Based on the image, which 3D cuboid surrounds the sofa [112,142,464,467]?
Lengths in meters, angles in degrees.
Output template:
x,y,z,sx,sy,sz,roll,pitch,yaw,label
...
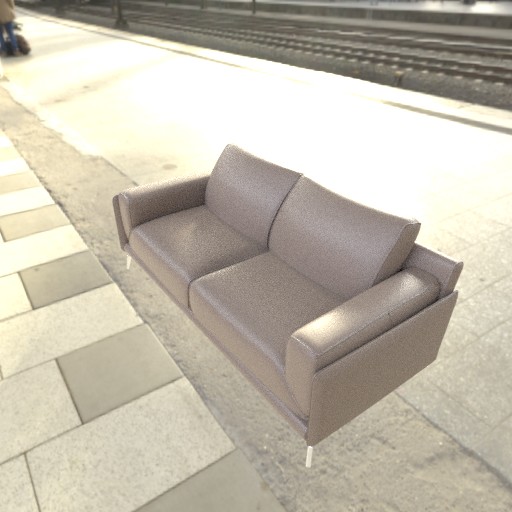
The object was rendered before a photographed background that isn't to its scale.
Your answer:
x,y,z,sx,sy,sz,roll,pitch,yaw,label
0.000,0.000,2.664,1.049,0.930,2.101,-21,37,-31,sofa
